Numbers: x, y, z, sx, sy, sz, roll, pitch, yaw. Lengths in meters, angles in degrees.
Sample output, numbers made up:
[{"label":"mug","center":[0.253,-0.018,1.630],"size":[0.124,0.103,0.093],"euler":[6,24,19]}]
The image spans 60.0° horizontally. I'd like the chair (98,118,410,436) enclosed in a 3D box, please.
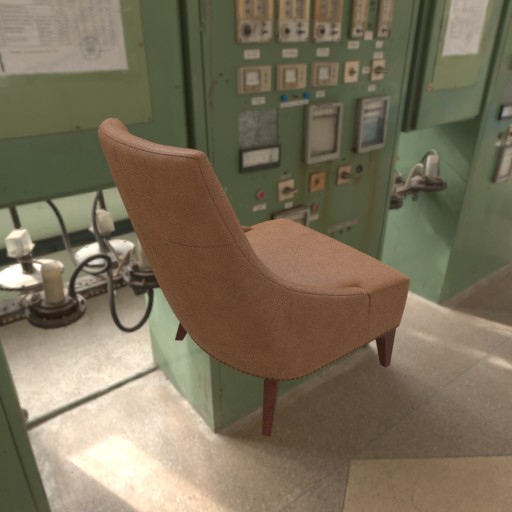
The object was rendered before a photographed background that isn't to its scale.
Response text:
[{"label":"chair","center":[0.000,0.000,1.502],"size":[0.861,0.909,0.701],"euler":[-18,32,-32]}]
